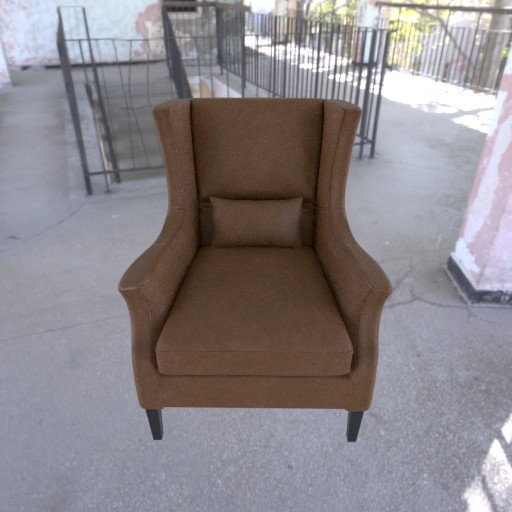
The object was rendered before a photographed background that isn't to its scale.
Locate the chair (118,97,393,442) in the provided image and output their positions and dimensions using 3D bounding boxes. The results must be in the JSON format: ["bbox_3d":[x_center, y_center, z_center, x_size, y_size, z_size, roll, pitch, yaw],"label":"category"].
[{"bbox_3d":[0.000,0.000,1.676,0.852,1.016,0.925,0,31,1],"label":"chair"}]
